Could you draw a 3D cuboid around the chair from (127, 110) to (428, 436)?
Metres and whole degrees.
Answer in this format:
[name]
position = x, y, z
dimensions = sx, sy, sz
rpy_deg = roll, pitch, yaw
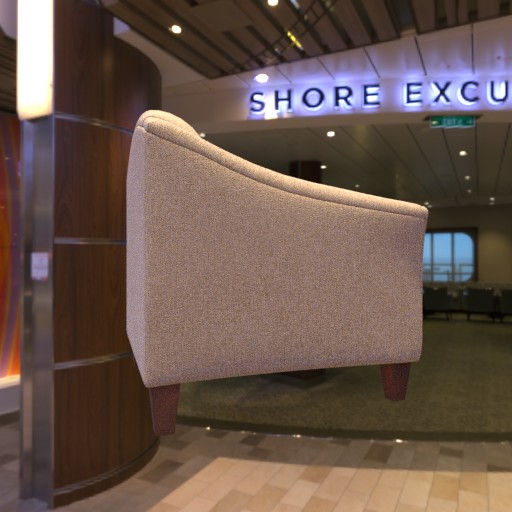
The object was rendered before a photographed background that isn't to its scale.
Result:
[chair]
position = 0.000, 0.000, 1.462
dimensions = 0.787, 0.839, 0.763
rpy_deg = 0, 0, -19
